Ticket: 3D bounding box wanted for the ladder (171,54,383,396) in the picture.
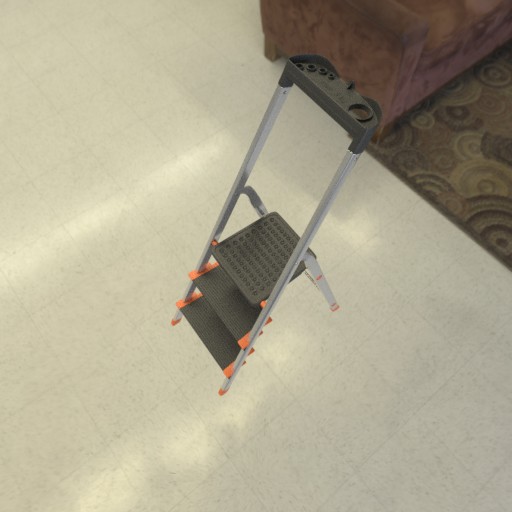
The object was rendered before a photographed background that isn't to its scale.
[{"bbox_3d":[0.000,0.000,1.538,0.686,1.229,0.416,-33,68,-16],"label":"ladder"}]
